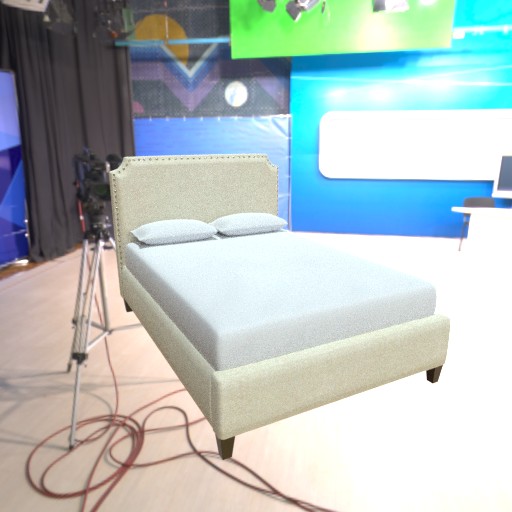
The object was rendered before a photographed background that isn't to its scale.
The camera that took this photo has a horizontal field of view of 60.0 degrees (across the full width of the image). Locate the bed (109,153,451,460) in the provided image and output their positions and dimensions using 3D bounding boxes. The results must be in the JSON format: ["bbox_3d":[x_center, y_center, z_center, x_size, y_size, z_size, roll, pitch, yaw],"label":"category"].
[{"bbox_3d":[0.000,0.000,3.487,1.713,1.457,2.381,-8,17,-27],"label":"bed"}]
